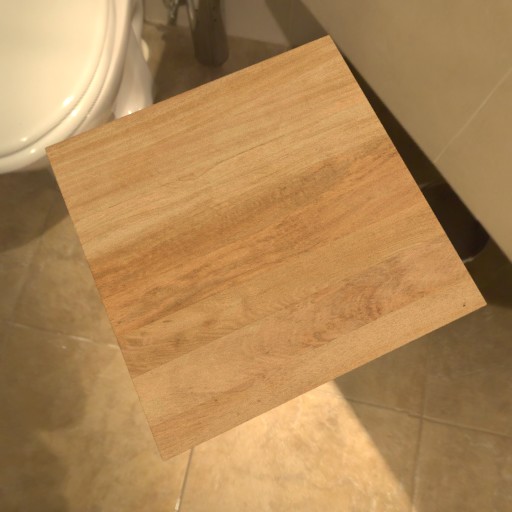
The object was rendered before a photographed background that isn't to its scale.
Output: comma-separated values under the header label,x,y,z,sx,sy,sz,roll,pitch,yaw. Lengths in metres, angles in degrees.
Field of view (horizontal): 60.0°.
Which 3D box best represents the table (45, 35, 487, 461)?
label,x,y,z,sx,sy,sz,roll,pitch,yaw
table,0.000,0.000,1.037,0.599,0.500,0.599,-24,77,-6
